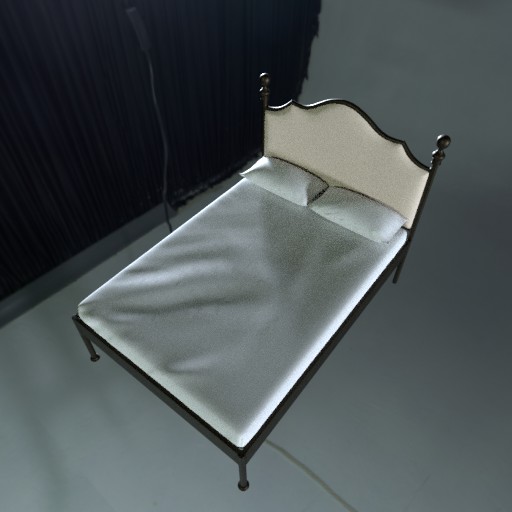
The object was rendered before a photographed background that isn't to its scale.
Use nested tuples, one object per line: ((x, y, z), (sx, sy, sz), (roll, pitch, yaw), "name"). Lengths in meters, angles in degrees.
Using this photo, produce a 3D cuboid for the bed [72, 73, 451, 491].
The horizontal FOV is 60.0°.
((0.000, 0.000, 3.096), (1.533, 1.462, 2.170), (30, 53, 25), "bed")
